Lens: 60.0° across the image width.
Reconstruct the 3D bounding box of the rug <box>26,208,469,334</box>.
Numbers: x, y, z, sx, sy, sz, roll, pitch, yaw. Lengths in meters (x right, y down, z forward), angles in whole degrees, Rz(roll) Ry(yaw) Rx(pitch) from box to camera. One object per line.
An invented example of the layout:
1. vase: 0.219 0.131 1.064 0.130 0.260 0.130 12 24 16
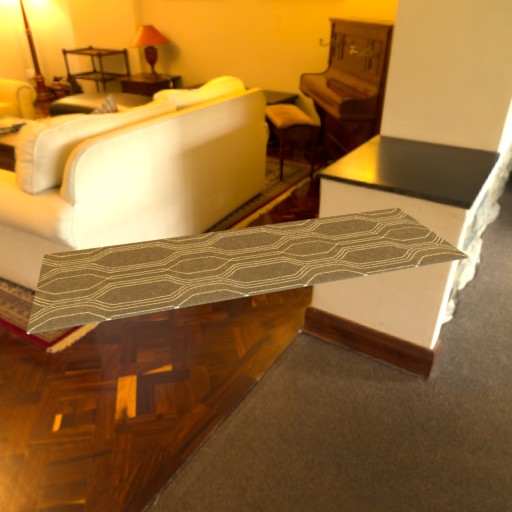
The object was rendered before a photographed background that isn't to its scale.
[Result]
1. rug: 0.000 0.000 2.689 2.464 0.012 0.773 -9 31 -14
